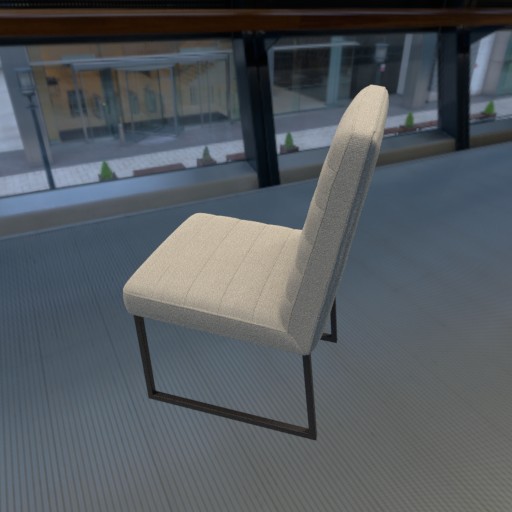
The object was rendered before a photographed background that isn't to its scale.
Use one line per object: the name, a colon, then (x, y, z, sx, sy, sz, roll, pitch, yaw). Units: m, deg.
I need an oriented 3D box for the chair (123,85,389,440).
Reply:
chair: (0.000, 0.000, 1.331, 0.634, 0.930, 0.520, 9, 32, 14)
